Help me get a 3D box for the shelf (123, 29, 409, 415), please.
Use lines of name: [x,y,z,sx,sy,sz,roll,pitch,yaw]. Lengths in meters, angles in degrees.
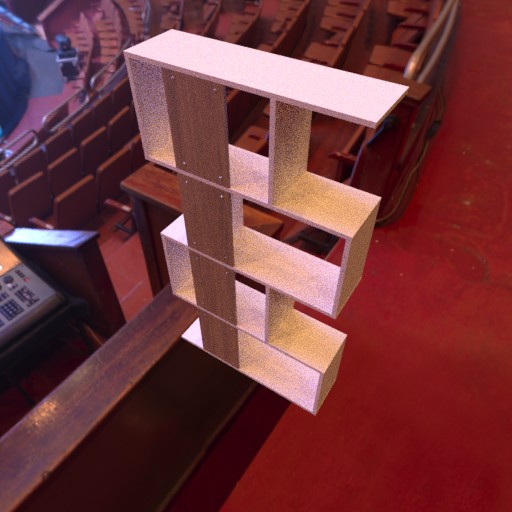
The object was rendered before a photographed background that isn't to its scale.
shelf: [0.000,0.000,1.957,0.890,1.650,0.250,24,50,23]
